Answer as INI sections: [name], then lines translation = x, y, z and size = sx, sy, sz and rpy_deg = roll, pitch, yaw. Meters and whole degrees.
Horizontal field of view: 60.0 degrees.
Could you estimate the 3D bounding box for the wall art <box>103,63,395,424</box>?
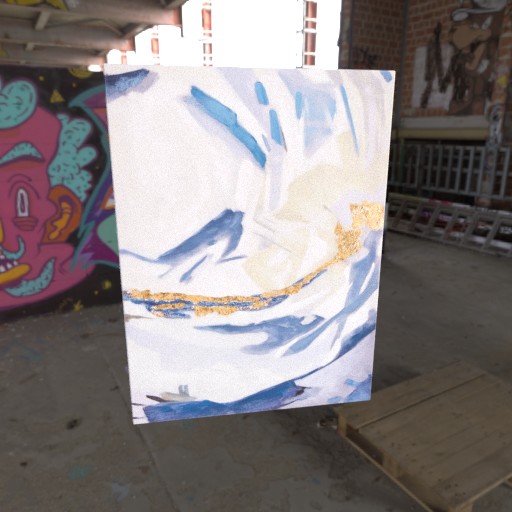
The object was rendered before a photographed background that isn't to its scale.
[wall art]
translation = 0.000, 0.000, 1.288
size = 0.761, 1.015, 0.038
rpy_deg = -3, 15, -9
